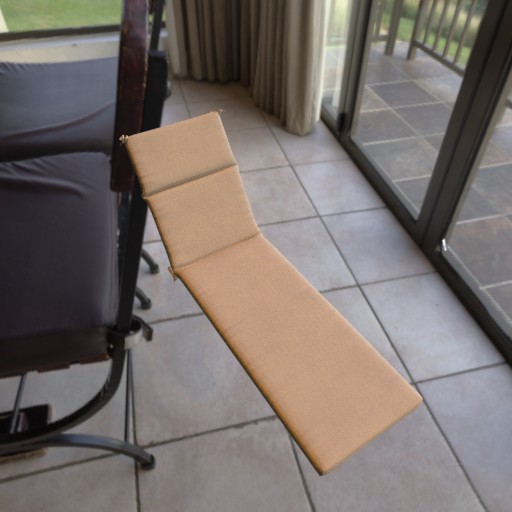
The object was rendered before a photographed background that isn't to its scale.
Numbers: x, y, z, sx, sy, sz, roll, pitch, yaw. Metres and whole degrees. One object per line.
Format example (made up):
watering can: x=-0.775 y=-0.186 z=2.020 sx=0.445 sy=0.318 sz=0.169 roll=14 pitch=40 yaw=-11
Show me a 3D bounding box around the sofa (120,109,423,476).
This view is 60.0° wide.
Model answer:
sofa: x=0.000 y=0.000 z=1.972 sx=0.582 sy=0.622 sz=1.663 roll=-24 pitch=49 yaw=-23
